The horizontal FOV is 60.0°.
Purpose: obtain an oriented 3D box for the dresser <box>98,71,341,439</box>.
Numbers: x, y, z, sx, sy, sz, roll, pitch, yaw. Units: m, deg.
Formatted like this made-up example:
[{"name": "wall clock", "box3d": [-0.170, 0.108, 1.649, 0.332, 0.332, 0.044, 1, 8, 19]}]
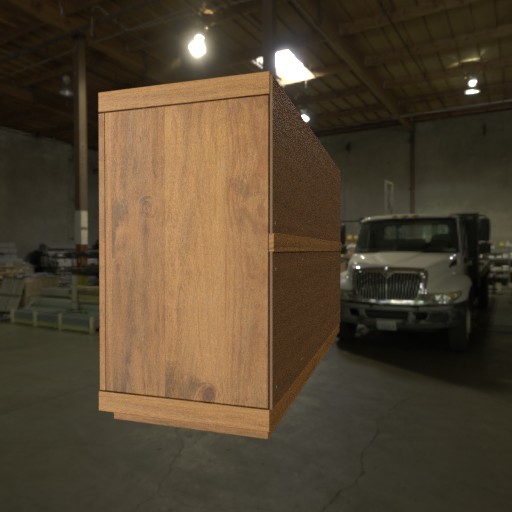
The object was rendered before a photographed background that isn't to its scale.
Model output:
[{"name": "dresser", "box3d": [0.000, 0.000, 1.638, 0.479, 0.825, 1.261, 0, 1, 18]}]
